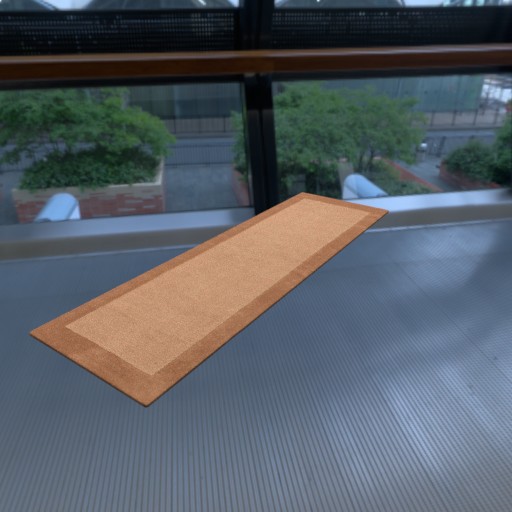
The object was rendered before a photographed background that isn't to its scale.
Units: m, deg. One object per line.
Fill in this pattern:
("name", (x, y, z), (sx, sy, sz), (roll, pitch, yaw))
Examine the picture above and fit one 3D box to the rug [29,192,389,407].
("rug", (0.000, 0.000, 2.669), (0.764, 0.017, 2.439), (17, 31, 31))
